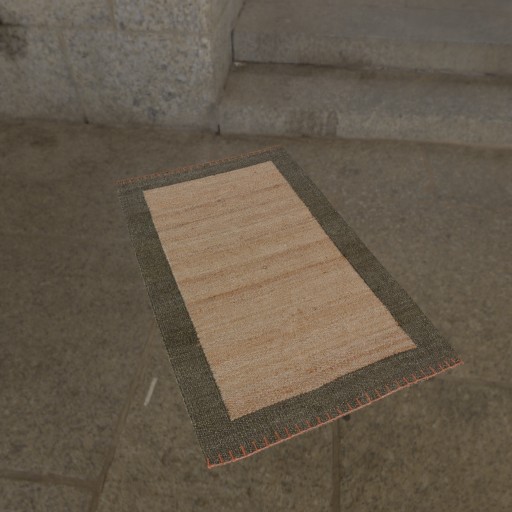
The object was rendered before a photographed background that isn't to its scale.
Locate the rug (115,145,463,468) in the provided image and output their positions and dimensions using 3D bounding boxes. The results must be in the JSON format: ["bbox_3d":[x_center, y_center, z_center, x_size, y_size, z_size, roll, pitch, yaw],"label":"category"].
[{"bbox_3d":[0.000,0.000,3.029,1.521,0.006,2.435,-16,48,-15],"label":"rug"}]
